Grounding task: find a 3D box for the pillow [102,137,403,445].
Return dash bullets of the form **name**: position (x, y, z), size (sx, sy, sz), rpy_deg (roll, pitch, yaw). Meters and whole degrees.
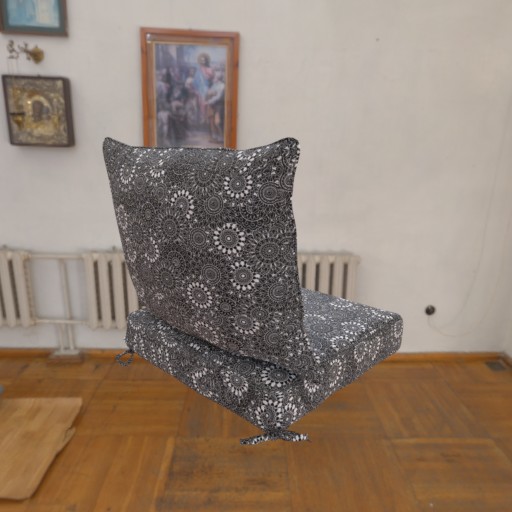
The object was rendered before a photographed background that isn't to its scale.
- **pillow**: position (0.000, 0.000, 1.392), size (0.798, 0.722, 0.740), rpy_deg (14, 20, 42)
